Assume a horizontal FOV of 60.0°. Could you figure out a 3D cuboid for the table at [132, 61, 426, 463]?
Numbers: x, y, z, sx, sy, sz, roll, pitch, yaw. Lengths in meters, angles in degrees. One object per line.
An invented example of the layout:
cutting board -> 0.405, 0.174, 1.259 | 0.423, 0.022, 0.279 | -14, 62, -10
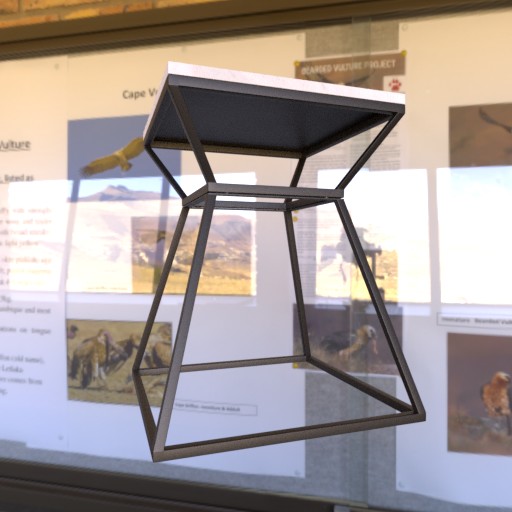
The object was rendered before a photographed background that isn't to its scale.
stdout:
table -> 0.000, 0.000, 0.889 | 0.455, 0.559, 0.455 | 0, 1, -19
